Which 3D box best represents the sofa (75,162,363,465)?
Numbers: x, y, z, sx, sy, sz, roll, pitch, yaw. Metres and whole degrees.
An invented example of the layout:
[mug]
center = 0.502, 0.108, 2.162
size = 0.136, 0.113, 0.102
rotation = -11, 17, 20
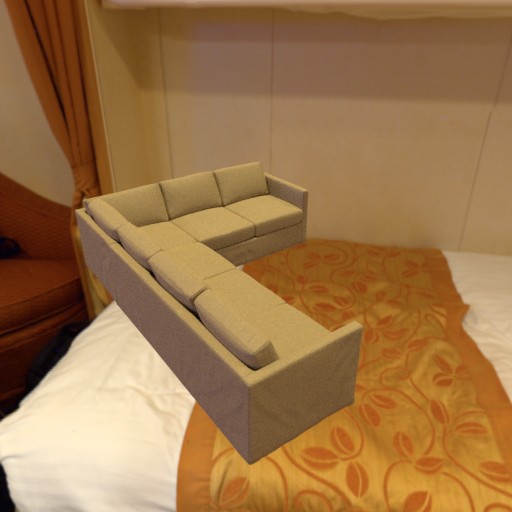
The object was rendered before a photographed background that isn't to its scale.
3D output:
[sofa]
center = 0.000, 0.000, 4.277
size = 2.432, 0.871, 3.182
rotation = -19, 33, -32
